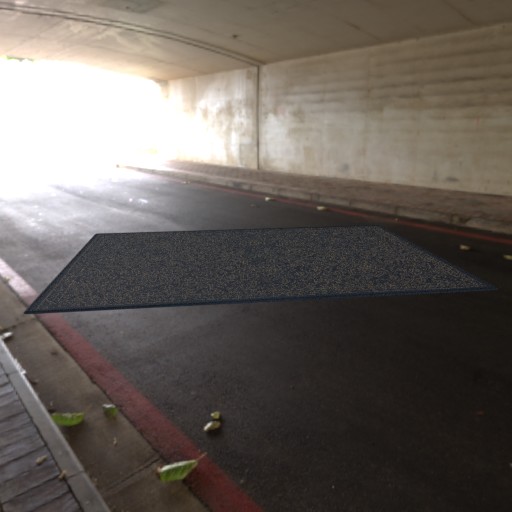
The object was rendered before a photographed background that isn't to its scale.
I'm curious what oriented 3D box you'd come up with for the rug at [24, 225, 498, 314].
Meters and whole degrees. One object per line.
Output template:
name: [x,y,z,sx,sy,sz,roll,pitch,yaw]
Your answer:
rug: [0.000,0.000,2.263,1.829,0.010,1.219,-2,16,-7]
